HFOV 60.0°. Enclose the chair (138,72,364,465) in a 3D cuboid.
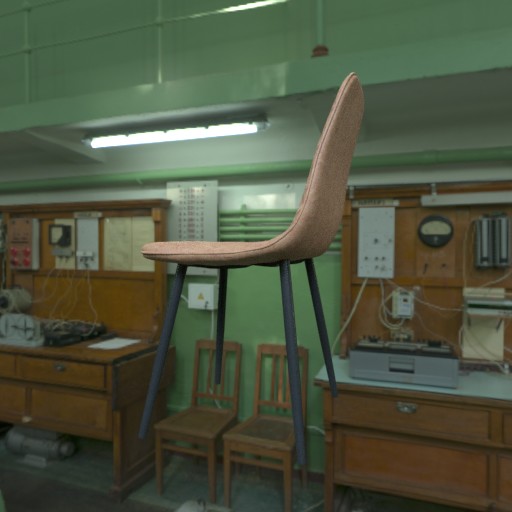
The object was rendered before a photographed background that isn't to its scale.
[{"bbox_3d":[0.000,0.000,1.220,0.561,0.889,0.472,1,2,19],"label":"chair"}]
